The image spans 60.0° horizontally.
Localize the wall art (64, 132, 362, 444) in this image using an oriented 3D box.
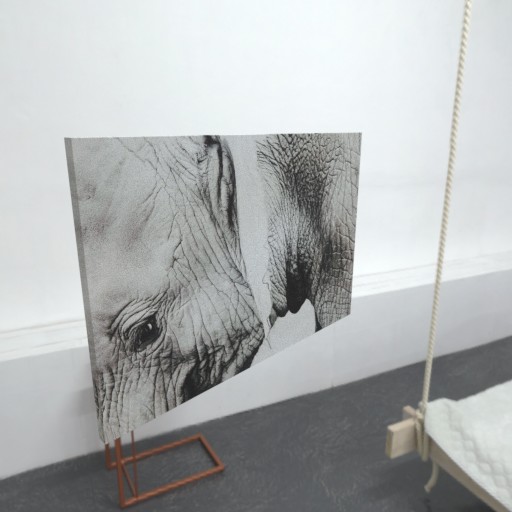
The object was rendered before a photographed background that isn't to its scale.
[{"bbox_3d":[0.000,0.000,1.431,0.035,0.758,1.141,15,22,42],"label":"wall art"}]
